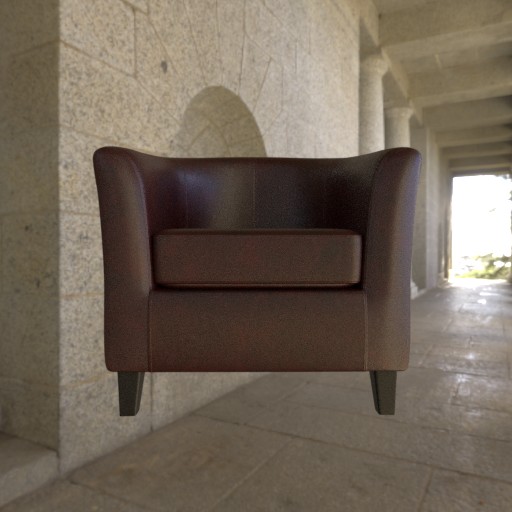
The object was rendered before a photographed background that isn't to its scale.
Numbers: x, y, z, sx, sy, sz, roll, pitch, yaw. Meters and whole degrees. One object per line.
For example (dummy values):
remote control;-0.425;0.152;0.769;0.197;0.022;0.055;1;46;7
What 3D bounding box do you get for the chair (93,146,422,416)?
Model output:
chair;0.000;0.000;1.383;0.792;0.756;0.727;0;0;-1
